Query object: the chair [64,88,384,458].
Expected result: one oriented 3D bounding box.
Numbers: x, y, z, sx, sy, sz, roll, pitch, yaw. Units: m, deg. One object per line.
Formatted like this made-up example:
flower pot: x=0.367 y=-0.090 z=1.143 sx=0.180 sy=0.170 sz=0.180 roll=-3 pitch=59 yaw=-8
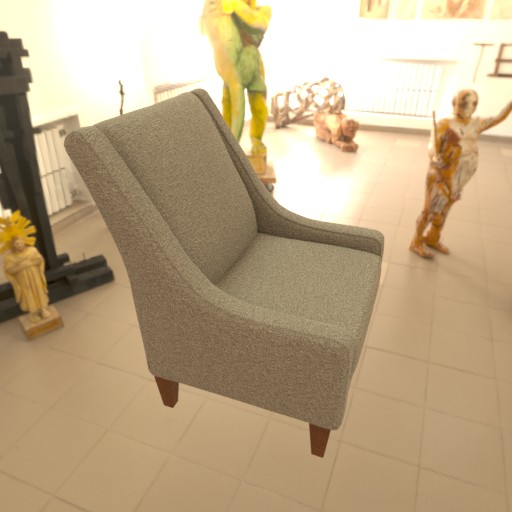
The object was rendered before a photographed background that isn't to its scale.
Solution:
chair: x=0.000 y=0.000 z=1.619 sx=0.870 sy=1.016 sz=0.774 roll=11 pitch=32 yaw=18
